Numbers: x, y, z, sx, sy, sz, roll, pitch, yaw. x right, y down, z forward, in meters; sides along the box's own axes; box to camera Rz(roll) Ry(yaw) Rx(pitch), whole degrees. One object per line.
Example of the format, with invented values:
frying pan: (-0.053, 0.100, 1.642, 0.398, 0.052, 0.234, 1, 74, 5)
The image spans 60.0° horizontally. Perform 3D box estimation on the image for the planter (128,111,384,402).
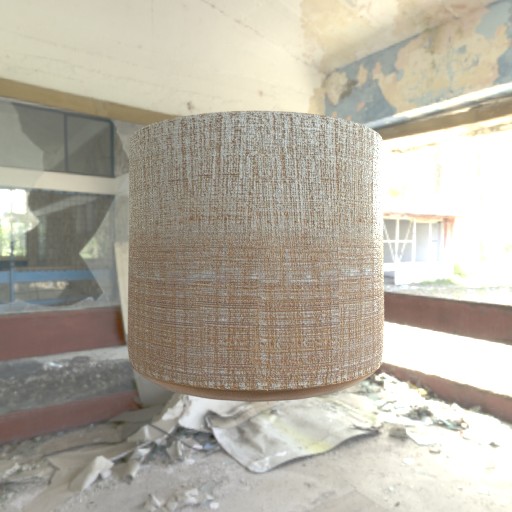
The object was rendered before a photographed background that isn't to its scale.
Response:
planter: (0.000, 0.000, 0.195, 0.109, 0.096, 0.109, 0, 1, 0)
